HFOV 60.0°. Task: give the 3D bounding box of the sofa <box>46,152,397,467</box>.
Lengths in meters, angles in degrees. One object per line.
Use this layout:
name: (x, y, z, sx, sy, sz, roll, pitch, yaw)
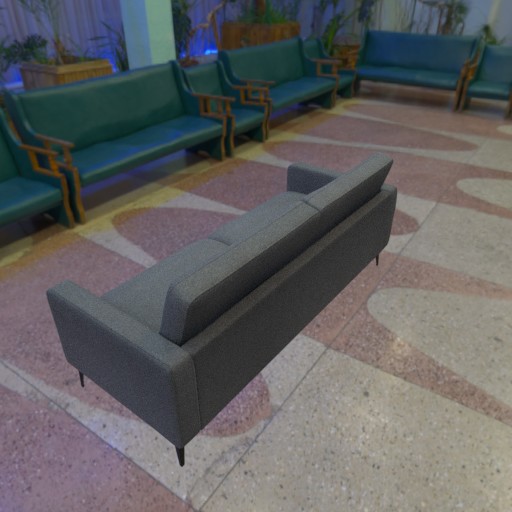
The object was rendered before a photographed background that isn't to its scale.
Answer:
sofa: (0.000, 0.000, 2.380, 0.774, 0.828, 1.925, 22, 38, 31)
